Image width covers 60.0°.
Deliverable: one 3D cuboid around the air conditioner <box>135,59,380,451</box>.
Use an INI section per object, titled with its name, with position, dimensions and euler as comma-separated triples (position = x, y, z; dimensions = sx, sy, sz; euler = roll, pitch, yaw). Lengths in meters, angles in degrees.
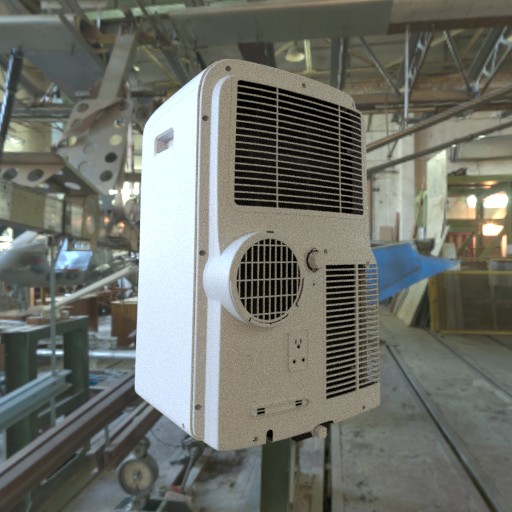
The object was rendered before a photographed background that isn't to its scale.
[air conditioner]
position = 0.000, 0.000, 1.072
dimensions = 0.478, 0.765, 0.467
euler = 0, 0, -36
